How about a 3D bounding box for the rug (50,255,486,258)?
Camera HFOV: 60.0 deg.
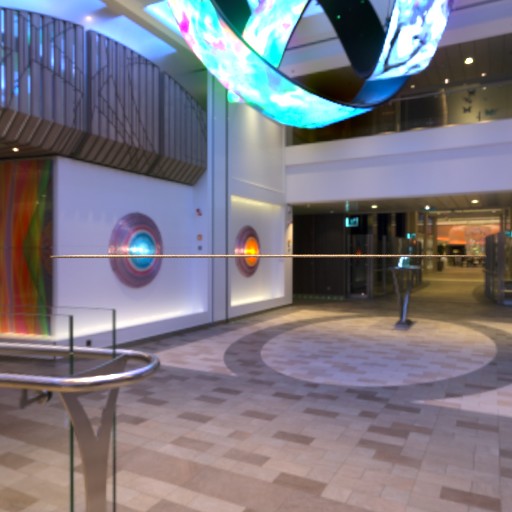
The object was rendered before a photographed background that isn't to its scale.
[{"bbox_3d":[0.000,0.000,2.332,1.827,0.006,1.221,0,0,-18],"label":"rug"}]
